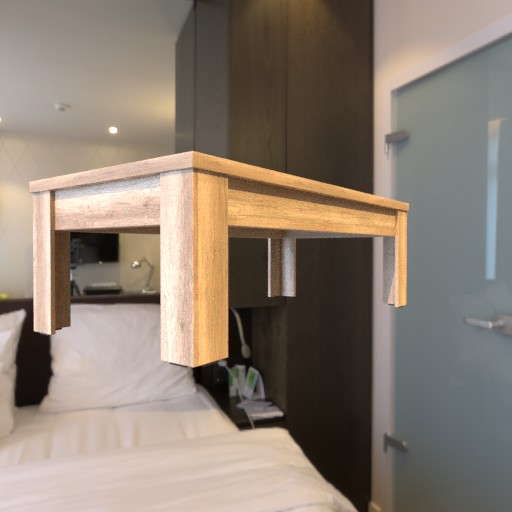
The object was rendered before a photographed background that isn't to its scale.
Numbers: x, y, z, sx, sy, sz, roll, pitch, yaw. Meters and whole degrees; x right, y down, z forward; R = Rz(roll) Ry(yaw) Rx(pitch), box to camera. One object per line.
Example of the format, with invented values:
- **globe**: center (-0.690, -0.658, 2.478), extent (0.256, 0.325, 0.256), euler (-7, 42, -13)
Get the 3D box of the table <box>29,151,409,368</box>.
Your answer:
- **table**: center (0.000, 0.000, 1.672), extent (0.700, 0.460, 1.350), euler (1, 1, 37)
